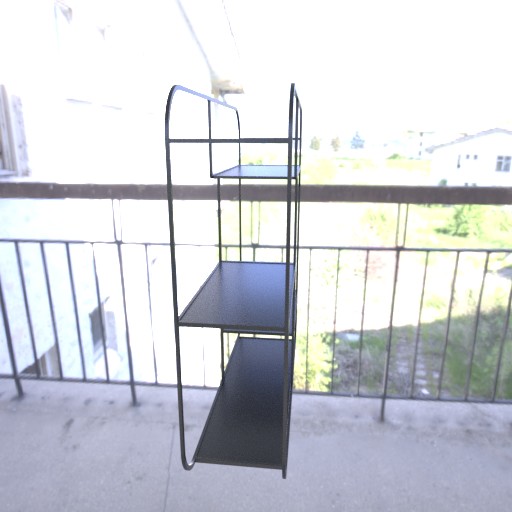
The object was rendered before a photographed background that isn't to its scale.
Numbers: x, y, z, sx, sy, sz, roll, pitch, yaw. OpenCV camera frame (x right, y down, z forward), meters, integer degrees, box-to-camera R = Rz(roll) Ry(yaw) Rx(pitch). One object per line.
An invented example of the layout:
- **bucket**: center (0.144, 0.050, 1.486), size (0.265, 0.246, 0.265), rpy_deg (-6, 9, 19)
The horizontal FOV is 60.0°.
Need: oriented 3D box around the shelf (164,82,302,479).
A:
- **shelf**: center (0.000, 0.000, 0.893), size (0.160, 0.600, 0.600), rpy_deg (2, 15, 7)
